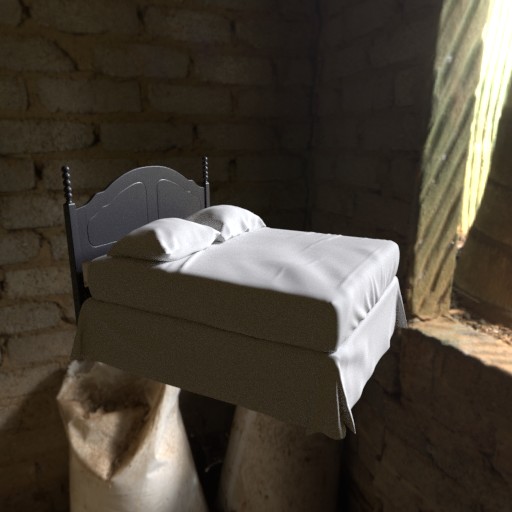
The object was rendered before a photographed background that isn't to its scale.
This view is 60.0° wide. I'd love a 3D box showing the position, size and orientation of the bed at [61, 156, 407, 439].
[{"bbox_3d":[0.000,0.000,3.305,2.040,1.356,1.873,8,17,27],"label":"bed"}]
